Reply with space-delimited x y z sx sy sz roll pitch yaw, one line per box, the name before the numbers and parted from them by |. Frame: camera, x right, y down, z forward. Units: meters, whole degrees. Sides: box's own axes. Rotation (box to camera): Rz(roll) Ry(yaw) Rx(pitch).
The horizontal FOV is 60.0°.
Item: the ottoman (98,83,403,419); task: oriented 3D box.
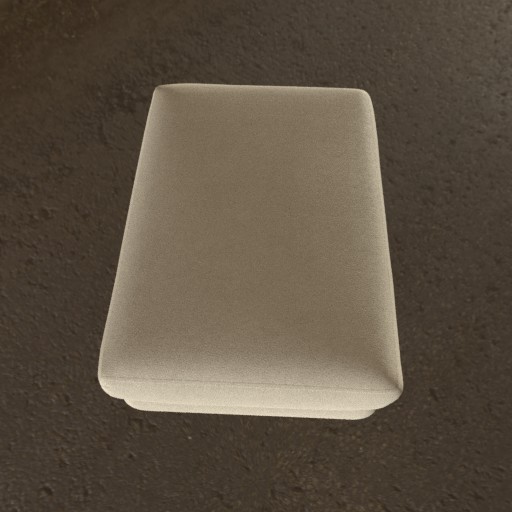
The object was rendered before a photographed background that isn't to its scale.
ottoman | 0.000 0.000 1.127 0.569 0.499 0.773 2 63 1
